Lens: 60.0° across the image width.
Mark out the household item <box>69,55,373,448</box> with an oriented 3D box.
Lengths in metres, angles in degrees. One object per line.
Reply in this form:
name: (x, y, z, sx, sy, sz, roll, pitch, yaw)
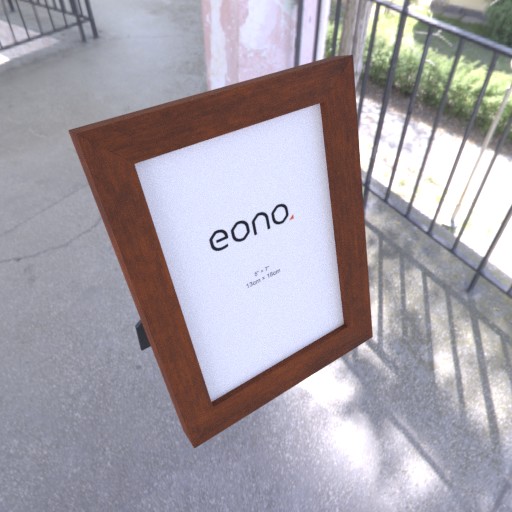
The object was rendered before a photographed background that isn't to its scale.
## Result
household item: (0.000, 0.000, 0.283, 0.160, 0.204, 0.096, -25, 50, -23)
